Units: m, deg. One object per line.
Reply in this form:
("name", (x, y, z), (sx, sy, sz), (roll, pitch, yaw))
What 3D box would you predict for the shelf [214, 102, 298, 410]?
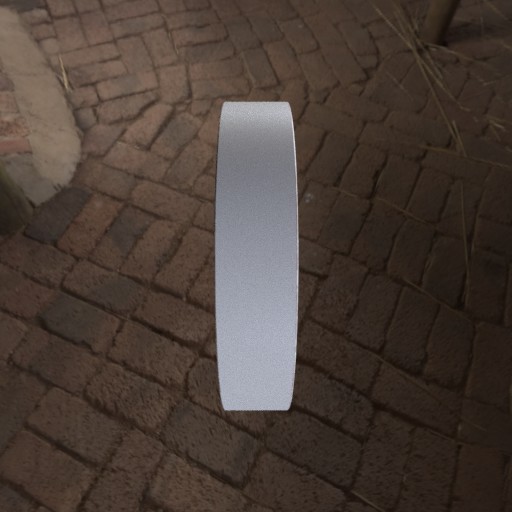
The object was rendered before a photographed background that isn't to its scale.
("shelf", (0.000, 0.000, 1.227), (0.158, 0.807, 0.806), (0, 59, 0))
